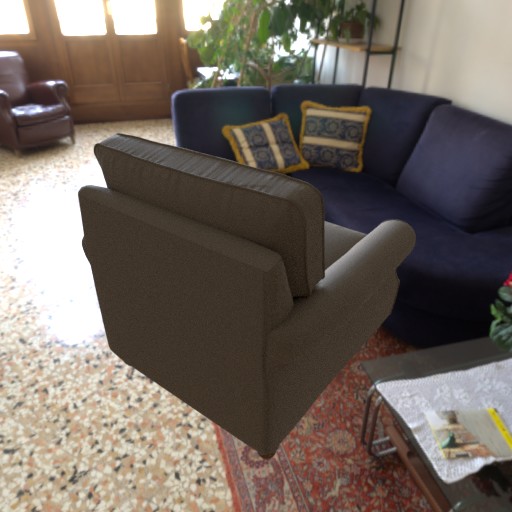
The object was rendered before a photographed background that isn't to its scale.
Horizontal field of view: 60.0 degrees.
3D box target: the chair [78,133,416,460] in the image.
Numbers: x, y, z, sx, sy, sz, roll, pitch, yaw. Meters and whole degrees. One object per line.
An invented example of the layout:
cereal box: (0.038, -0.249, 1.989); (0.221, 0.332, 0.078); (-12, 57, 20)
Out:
chair: (0.000, 0.000, 1.753); (1.029, 0.967, 0.966); (21, 37, 32)
